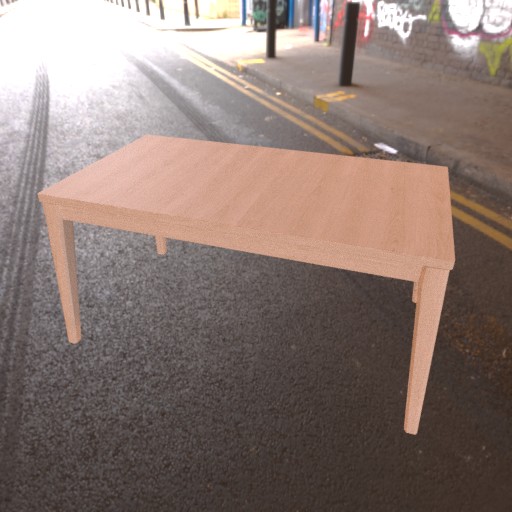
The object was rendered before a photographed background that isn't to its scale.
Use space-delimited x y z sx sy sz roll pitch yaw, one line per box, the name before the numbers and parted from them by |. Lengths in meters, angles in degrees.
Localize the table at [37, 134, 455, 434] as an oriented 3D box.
table | 0.000 0.000 2.068 1.600 0.760 0.900 10 33 16
